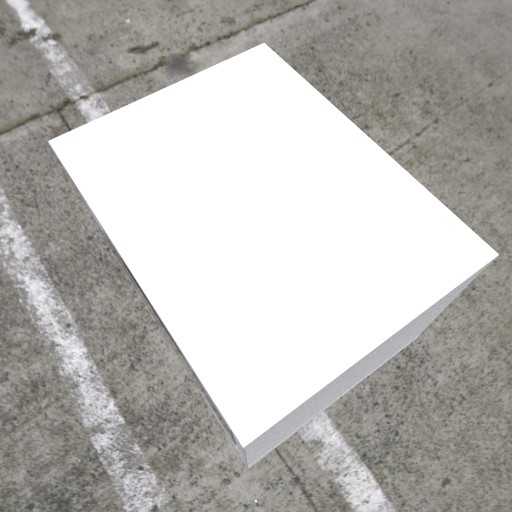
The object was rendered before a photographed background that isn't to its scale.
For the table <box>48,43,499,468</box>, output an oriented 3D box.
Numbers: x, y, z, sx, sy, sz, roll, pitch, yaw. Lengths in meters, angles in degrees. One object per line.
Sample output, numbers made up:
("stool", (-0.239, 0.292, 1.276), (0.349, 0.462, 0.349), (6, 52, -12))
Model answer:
("table", (0.000, 0.000, 0.771), (0.399, 0.357, 0.517), (-32, 66, -16))
